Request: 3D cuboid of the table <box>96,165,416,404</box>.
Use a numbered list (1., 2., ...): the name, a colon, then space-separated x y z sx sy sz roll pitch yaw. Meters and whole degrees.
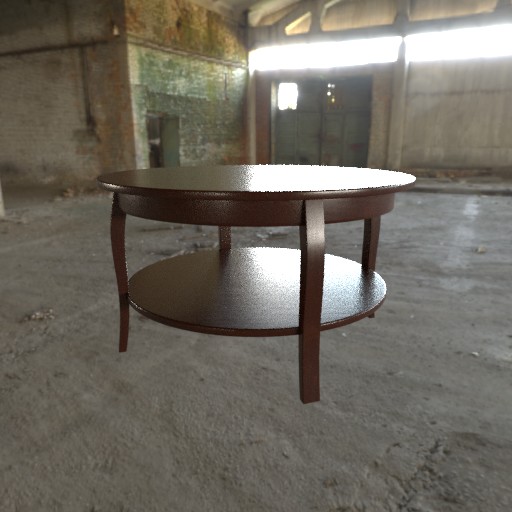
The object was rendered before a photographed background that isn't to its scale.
1. table: 0.000 0.000 1.401 0.911 0.512 0.911 0 15 0
